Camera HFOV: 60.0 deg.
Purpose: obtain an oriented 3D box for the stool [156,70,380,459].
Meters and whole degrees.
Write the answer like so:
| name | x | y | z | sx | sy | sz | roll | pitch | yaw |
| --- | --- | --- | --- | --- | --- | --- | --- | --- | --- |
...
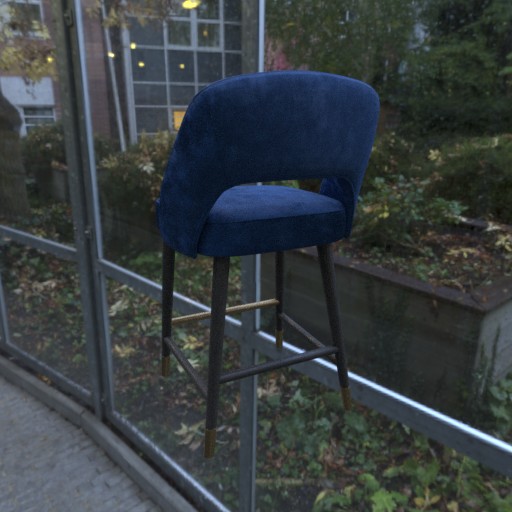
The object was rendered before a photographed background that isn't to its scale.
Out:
| name | x | y | z | sx | sy | sz | roll | pitch | yaw |
| --- | --- | --- | --- | --- | --- | --- | --- | --- | --- |
| stool | 0.000 | 0.000 | 1.250 | 0.536 | 0.925 | 0.524 | -8 | 19 | -25 |
